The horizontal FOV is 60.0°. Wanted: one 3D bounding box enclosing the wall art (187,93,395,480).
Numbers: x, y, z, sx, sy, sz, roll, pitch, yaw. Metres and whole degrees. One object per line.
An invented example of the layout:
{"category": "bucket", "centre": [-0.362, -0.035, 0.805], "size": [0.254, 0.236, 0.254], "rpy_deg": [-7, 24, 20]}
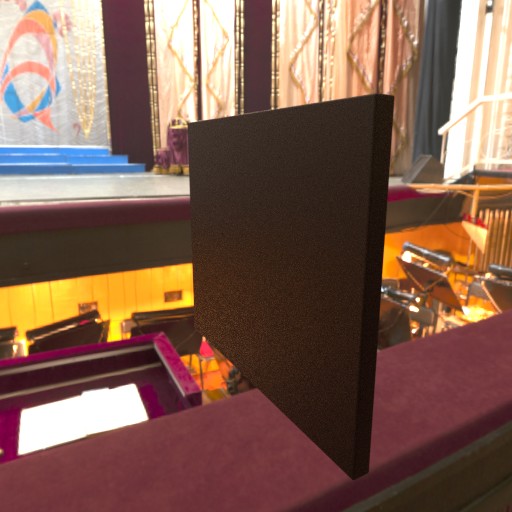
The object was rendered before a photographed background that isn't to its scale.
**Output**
{"category": "wall art", "centre": [0.000, 0.000, 0.743], "size": [0.031, 0.457, 0.558], "rpy_deg": [-7, 15, -27]}
